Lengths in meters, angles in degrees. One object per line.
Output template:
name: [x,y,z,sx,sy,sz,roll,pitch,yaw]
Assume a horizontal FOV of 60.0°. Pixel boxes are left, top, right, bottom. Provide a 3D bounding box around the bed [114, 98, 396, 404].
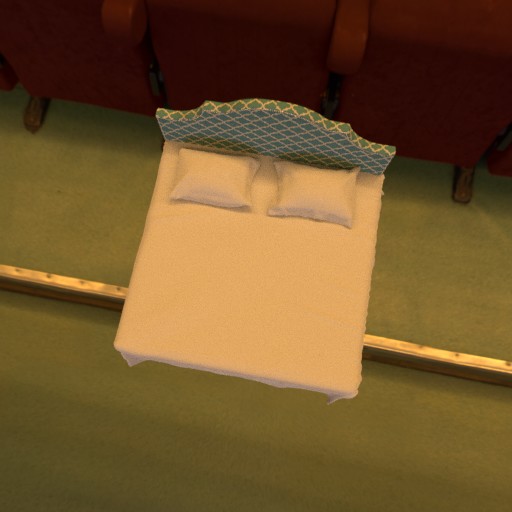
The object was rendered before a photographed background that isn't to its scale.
bed: [0.000,0.000,3.764,2.314,1.601,2.222,10,76,2]
